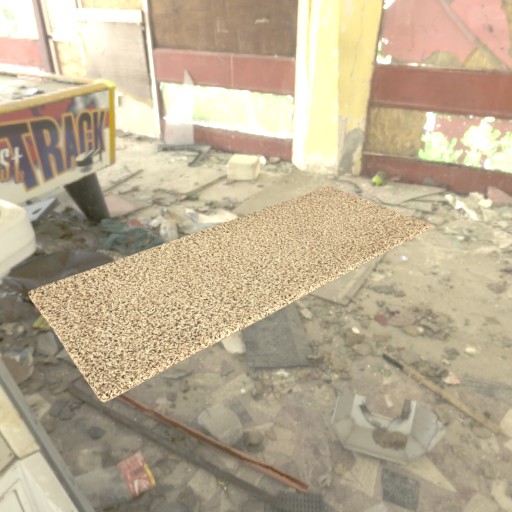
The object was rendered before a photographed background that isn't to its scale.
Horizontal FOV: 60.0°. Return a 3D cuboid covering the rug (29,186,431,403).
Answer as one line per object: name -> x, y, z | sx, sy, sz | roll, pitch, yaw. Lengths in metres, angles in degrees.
rug -> 0.000, 0.000, 1.734 | 1.524, 0.030, 0.609 | -23, 37, -34
